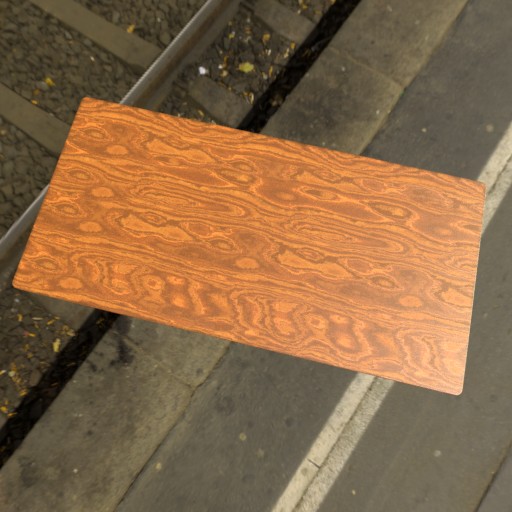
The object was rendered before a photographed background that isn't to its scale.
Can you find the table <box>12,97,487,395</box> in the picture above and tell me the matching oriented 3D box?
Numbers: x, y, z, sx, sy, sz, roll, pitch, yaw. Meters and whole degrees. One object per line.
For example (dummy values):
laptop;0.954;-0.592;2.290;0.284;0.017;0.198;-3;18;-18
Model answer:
table;0.000;0.000;2.176;1.791;0.753;0.883;13;76;3
